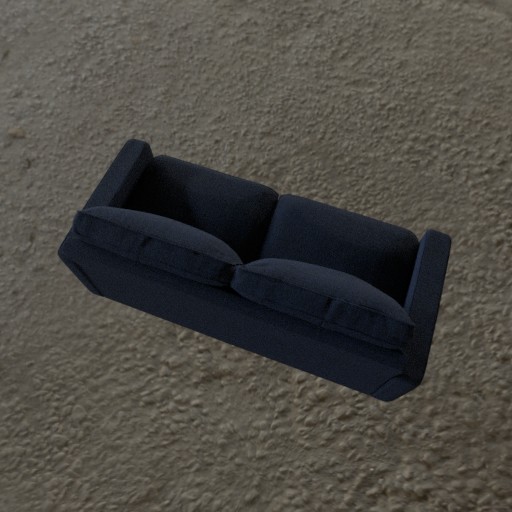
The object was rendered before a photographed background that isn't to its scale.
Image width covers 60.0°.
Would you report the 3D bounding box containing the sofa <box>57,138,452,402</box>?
[{"bbox_3d":[0.000,0.000,2.619,2.080,0.919,0.940,19,65,9],"label":"sofa"}]
